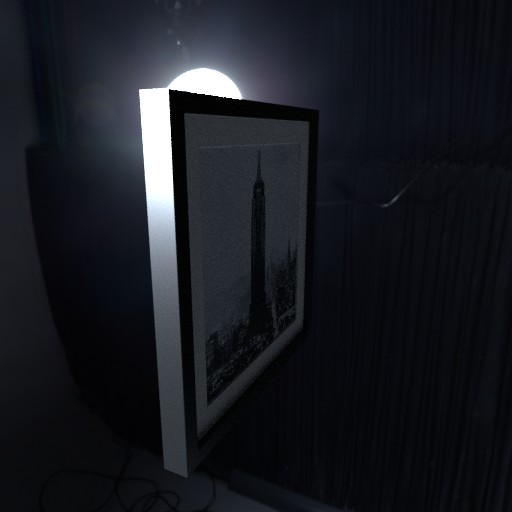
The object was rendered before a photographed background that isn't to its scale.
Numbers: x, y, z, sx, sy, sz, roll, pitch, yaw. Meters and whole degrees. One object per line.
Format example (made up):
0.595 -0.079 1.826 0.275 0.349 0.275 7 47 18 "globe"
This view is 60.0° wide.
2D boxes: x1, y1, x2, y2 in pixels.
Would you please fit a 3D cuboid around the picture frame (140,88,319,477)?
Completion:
0.000 0.000 0.540 0.029 0.353 0.355 7 17 25 "picture frame"
